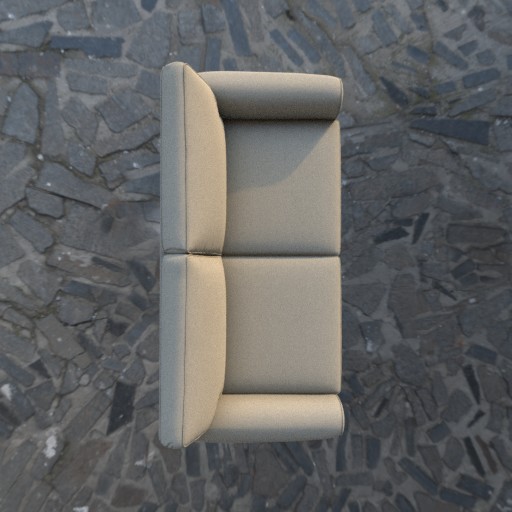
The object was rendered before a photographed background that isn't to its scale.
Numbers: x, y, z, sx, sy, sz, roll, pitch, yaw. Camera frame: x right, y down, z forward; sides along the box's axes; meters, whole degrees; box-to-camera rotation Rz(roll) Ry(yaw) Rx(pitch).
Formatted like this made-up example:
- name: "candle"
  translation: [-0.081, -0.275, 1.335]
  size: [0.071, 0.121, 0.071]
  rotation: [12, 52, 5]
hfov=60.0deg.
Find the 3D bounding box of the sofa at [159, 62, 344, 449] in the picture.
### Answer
- name: "sofa"
  translation: [0.000, 0.000, 2.388]
  size: [0.940, 0.952, 1.930]
  rotation: [0, 89, -1]
